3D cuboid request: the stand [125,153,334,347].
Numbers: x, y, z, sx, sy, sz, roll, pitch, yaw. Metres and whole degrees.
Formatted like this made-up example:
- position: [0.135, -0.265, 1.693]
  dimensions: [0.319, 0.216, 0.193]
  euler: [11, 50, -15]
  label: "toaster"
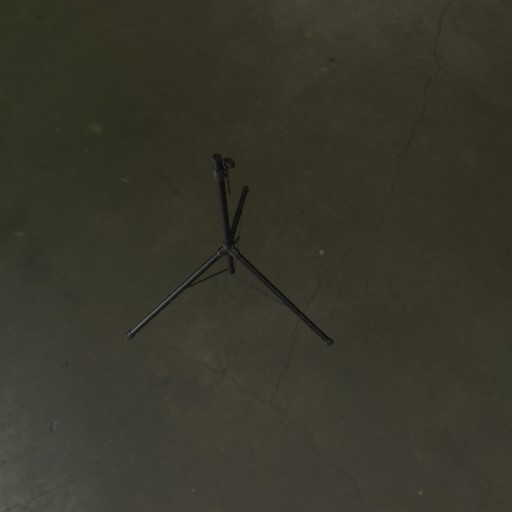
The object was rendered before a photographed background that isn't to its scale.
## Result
- position: [0.000, 0.000, 2.720]
  dimensions: [1.339, 1.595, 1.596]
  euler: [32, 69, 14]
  label: "stand"
